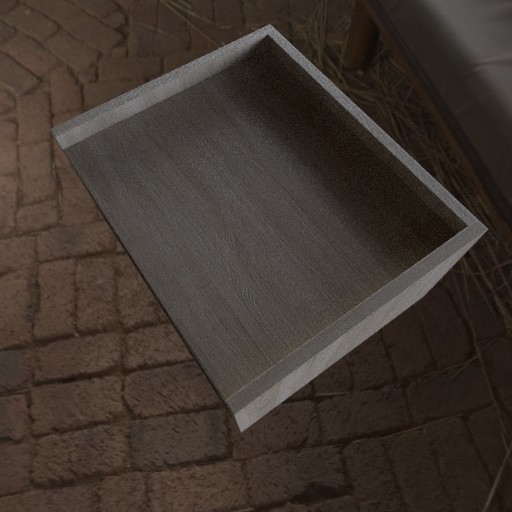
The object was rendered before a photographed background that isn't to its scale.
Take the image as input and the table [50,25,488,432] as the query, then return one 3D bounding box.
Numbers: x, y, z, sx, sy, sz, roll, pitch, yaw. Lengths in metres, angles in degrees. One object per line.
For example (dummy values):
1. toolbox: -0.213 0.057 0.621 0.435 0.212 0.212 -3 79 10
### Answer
1. table: 0.000 0.000 0.781 0.370 0.470 0.450 -32 68 -14
